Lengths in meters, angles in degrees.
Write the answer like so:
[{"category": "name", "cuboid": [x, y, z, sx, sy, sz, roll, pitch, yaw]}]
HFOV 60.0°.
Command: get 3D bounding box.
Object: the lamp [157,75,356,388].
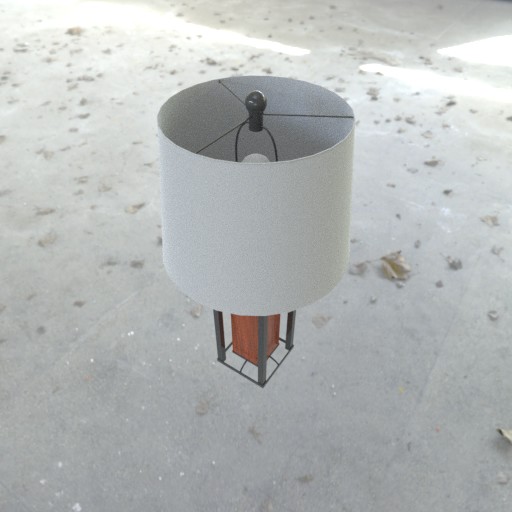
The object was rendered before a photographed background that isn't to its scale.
[{"category": "lamp", "cuboid": [0.000, 0.000, 0.784, 0.320, 0.591, 0.320, 0, 43, 0]}]
